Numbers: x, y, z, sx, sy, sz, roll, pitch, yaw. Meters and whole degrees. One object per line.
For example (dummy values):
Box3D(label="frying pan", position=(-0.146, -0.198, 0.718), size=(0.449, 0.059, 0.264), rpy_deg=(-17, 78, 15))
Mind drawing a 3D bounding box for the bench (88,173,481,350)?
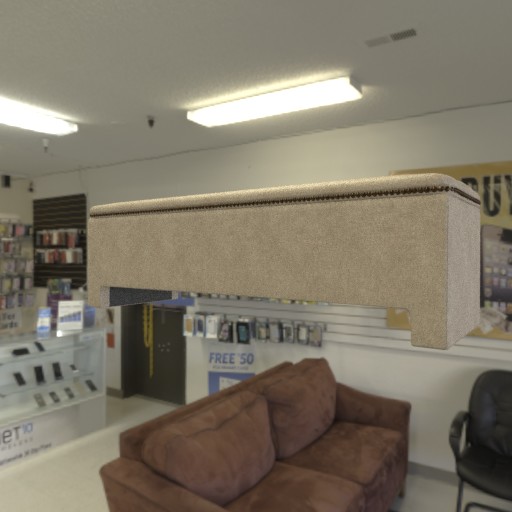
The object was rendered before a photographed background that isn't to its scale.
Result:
Box3D(label="bench", position=(0.000, 0.000, 1.680), size=(1.482, 0.447, 0.470), rpy_deg=(0, 1, 35))
